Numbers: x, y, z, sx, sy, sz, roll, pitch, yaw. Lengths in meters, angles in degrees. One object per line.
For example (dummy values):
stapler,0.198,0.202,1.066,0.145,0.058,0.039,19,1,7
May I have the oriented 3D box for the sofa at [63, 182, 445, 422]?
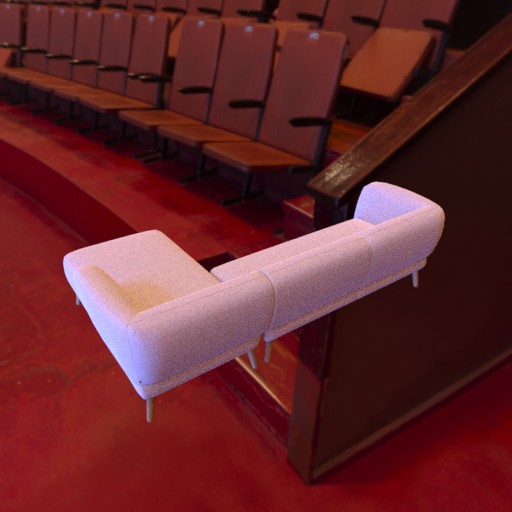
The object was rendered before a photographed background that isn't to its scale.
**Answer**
sofa,0.000,0.000,3.421,2.660,0.730,1.610,-19,35,-30
